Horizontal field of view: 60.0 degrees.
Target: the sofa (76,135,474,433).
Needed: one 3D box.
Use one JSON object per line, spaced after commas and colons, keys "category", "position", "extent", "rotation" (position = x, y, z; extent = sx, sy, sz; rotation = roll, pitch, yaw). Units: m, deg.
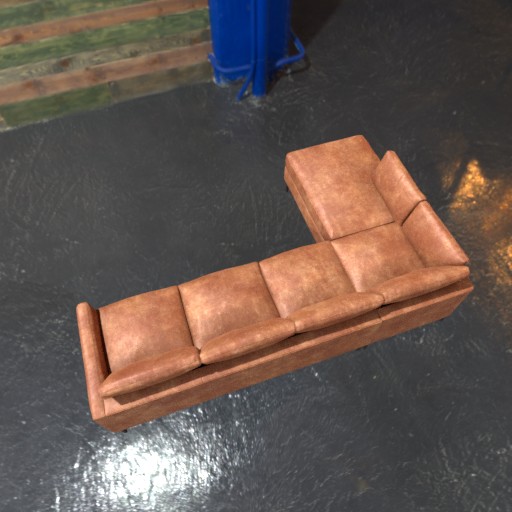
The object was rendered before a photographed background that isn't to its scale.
{"category": "sofa", "position": [0.000, 0.000, 3.825], "extent": [2.984, 0.877, 1.938], "rotation": [-17, 60, -10]}
